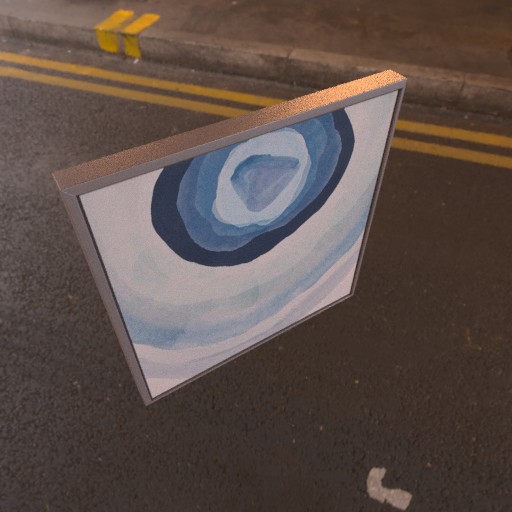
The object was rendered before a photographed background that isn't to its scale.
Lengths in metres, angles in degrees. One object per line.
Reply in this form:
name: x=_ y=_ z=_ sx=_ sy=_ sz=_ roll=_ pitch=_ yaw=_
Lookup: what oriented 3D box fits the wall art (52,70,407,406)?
wall art: x=0.000 y=0.000 z=0.518 sx=0.349 sy=0.349 sz=0.028 roll=-24 pitch=51 yaw=-22
